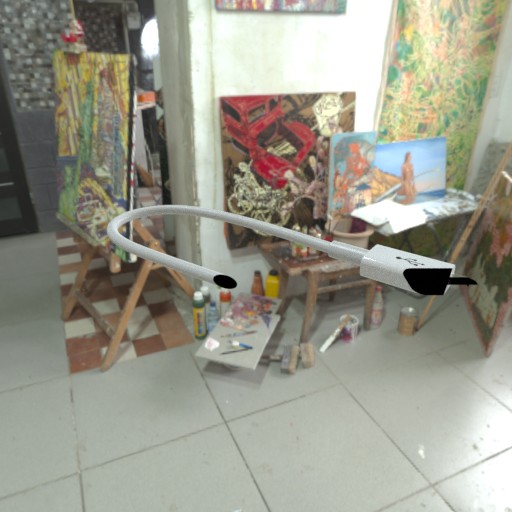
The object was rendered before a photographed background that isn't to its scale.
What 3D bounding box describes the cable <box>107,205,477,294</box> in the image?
[{"bbox_3d":[0.000,0.000,0.112,0.098,0.006,0.040,18,32,32],"label":"cable"}]
